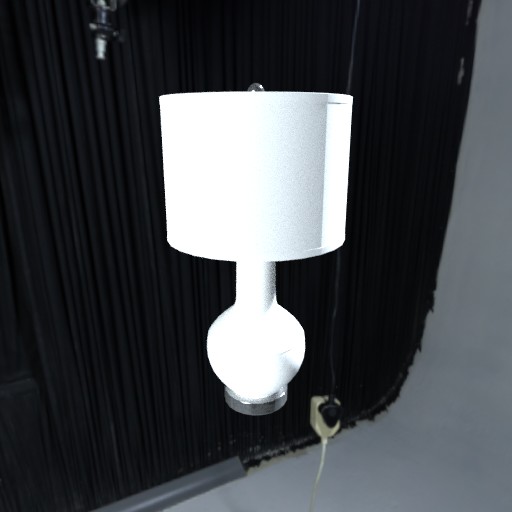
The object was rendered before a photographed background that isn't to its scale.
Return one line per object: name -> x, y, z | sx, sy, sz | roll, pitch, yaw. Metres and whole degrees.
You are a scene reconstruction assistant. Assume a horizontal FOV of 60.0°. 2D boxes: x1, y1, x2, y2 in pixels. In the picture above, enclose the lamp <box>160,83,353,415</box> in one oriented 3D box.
lamp -> 0.000, 0.000, 0.923 | 0.357, 0.673, 0.357 | -8, 19, -26
